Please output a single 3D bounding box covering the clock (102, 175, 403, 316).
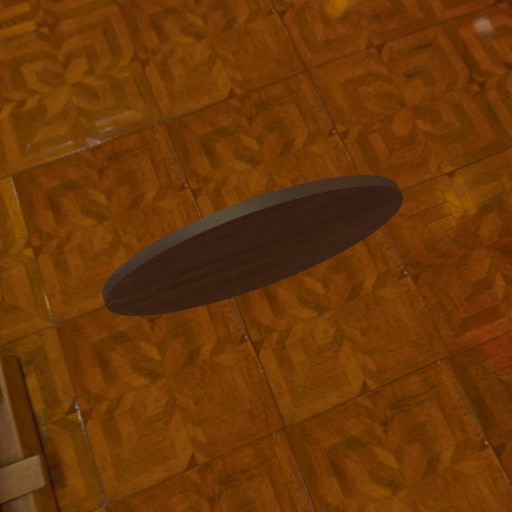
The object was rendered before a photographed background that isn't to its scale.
[{"bbox_3d":[0.000,0.000,0.885,0.595,0.595,0.029,-19,76,-5],"label":"clock"}]
